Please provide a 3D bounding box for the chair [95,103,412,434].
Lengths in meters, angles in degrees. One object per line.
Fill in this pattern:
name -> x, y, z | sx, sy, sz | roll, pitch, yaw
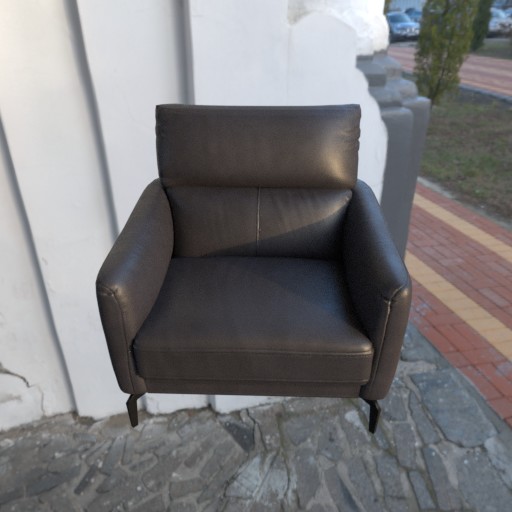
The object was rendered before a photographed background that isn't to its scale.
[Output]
chair -> 0.000, 0.000, 1.622 | 0.976, 0.949, 0.809 | 1, 29, 2
